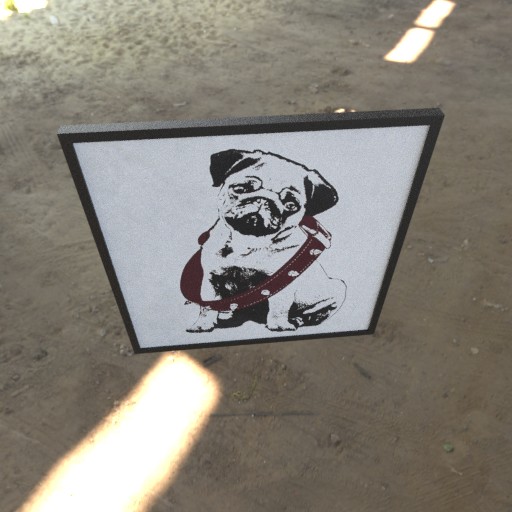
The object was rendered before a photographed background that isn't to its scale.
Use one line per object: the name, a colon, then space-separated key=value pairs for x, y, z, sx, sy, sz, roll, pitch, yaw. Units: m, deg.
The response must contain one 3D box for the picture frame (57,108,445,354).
picture frame: x=0.000 y=0.000 z=1.166 sx=0.775 sy=0.775 sz=0.032 roll=-4 pitch=45 yaw=-4
